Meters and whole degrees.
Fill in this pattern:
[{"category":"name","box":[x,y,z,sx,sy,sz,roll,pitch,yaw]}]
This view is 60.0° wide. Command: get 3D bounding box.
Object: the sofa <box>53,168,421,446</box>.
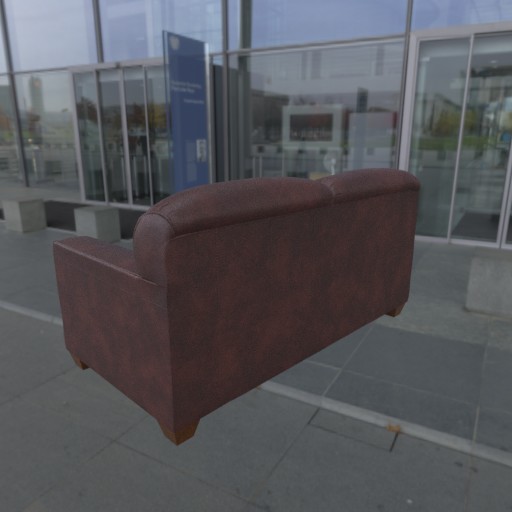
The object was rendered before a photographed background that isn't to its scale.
[{"category":"sofa","box":[0.000,0.000,2.446,1.000,0.966,1.856,15,22,42]}]
